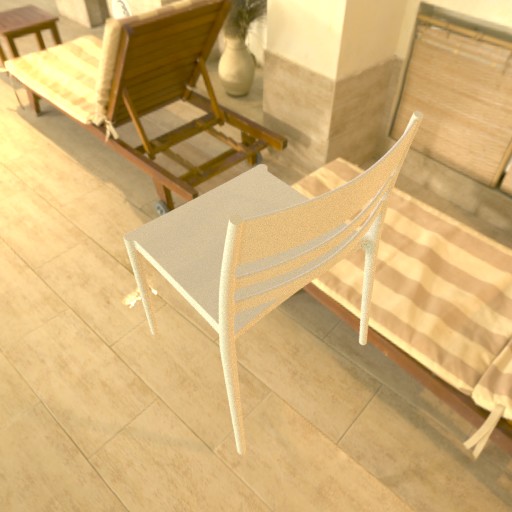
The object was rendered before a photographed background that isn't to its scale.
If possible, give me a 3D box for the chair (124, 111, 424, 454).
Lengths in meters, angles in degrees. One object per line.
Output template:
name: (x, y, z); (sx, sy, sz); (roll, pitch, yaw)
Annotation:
chair: (0.000, 0.000, 1.133); (0.531, 0.800, 0.511); (-33, 55, -27)
